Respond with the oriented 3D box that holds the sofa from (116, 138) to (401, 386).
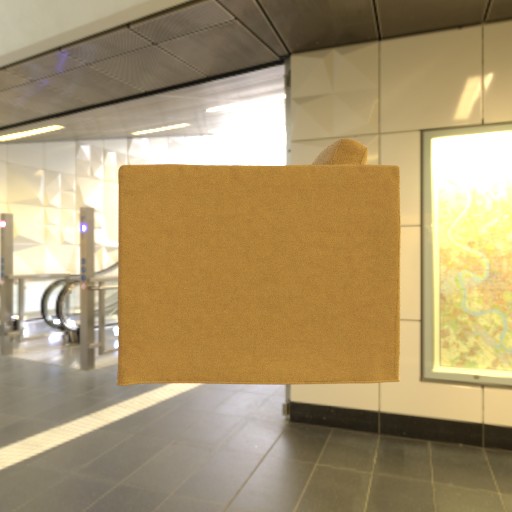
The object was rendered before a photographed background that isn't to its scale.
[{"bbox_3d":[0.000,0.000,2.272,0.962,0.835,1.719,0,0,0],"label":"sofa"}]
